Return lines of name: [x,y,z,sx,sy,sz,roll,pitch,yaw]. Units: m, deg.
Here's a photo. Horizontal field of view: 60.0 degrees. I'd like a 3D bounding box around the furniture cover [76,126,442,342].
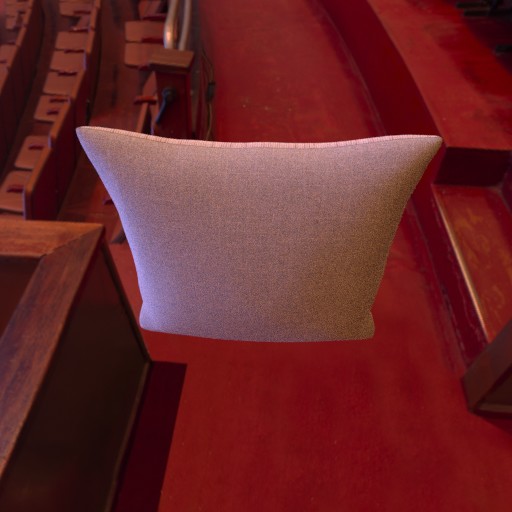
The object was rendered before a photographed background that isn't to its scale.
furniture cover: [0.000,0.000,0.792,0.512,0.506,0.178,2,47,2]
